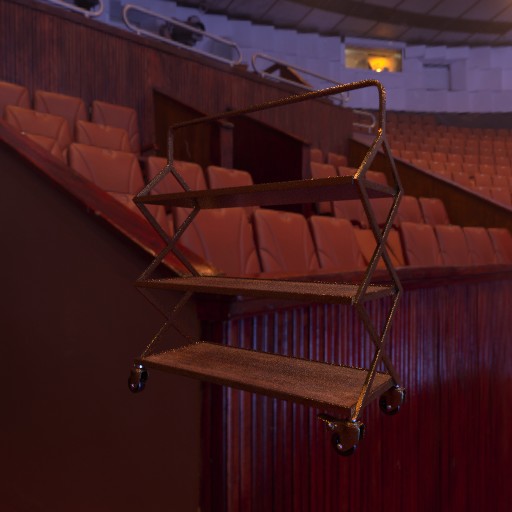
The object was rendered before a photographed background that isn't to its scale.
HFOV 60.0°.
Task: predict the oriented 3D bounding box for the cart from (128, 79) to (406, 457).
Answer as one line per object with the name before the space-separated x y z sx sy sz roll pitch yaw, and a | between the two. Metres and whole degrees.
cart | 0.000 0.000 1.204 0.723 0.805 0.313 1 2 36
